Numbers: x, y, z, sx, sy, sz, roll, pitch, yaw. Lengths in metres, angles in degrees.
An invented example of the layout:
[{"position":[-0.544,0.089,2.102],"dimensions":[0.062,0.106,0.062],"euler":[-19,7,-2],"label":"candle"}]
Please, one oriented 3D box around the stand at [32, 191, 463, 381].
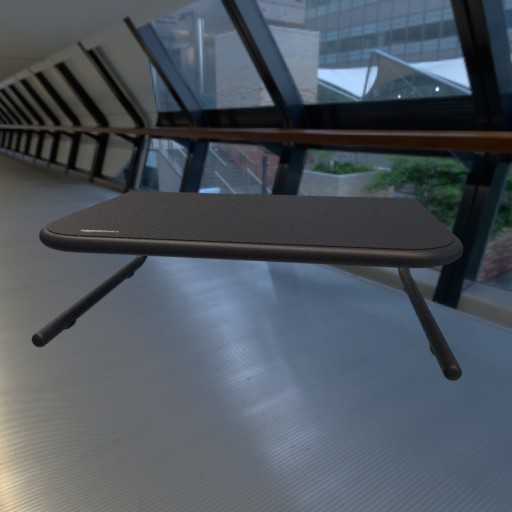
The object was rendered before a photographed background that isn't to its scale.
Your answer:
[{"position":[0.000,0.000,0.490],"dimensions":[0.370,0.108,0.280],"euler":[3,18,8],"label":"stand"}]
